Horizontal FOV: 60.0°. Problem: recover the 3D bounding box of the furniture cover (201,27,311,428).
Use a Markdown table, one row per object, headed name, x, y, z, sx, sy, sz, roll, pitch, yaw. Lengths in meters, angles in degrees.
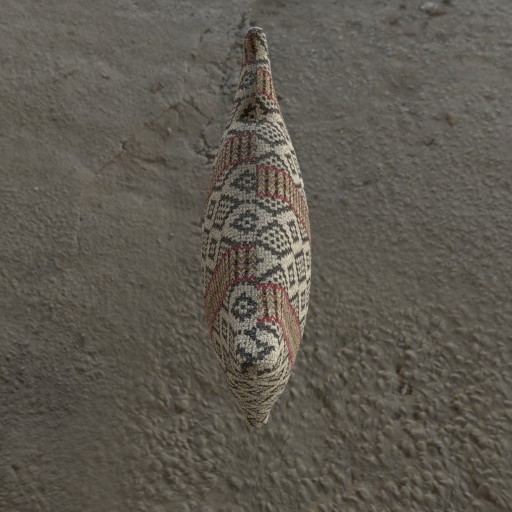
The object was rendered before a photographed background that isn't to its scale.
| name | x | y | z | sx | sy | sz | roll | pitch | yaw |
| --- | --- | --- | --- | --- | --- | --- | --- | --- | --- |
| furniture cover | 0.000 | 0.000 | 0.757 | 0.182 | 0.506 | 0.503 | 0 | 63 | 0 |
